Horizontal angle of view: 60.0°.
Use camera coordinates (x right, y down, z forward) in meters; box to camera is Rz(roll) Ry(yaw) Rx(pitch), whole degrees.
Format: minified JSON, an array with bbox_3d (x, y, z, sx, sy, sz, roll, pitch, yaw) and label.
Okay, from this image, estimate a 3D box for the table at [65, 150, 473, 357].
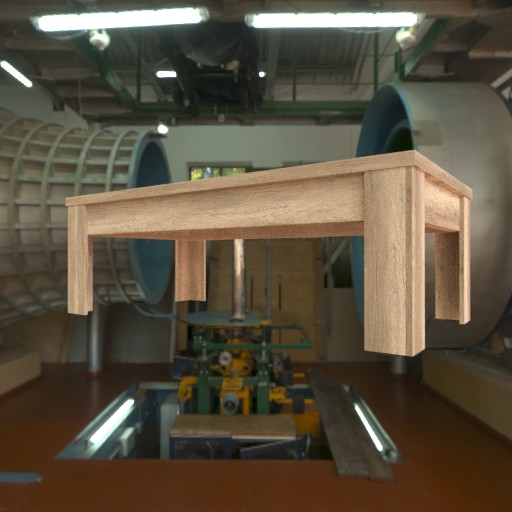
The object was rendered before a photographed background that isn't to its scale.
[{"bbox_3d":[0.000,0.000,1.645,1.350,0.460,0.700,0,0,35],"label":"table"}]
